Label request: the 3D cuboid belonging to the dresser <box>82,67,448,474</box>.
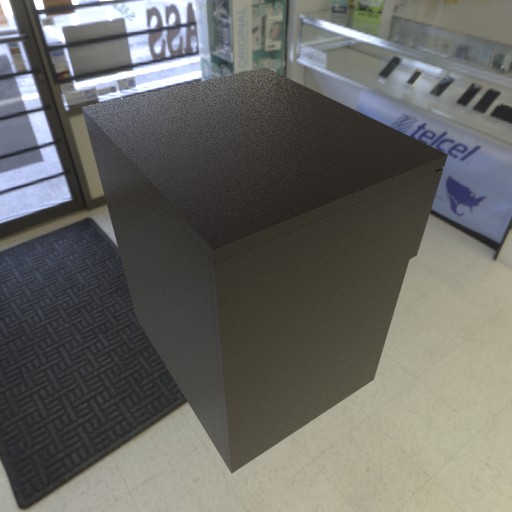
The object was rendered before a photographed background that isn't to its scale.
[{"bbox_3d":[0.000,0.000,0.763,0.360,0.470,0.400,-23,46,-25],"label":"dresser"}]
